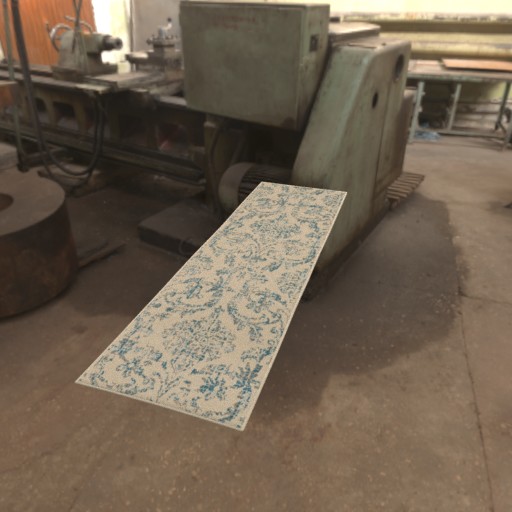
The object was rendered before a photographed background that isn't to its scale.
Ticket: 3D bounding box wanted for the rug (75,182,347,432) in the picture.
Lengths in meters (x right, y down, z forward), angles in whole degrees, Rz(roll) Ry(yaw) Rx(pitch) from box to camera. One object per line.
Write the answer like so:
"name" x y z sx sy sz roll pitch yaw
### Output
"rug" 0.000 0.000 2.436 0.662 0.011 2.196 10 31 16
